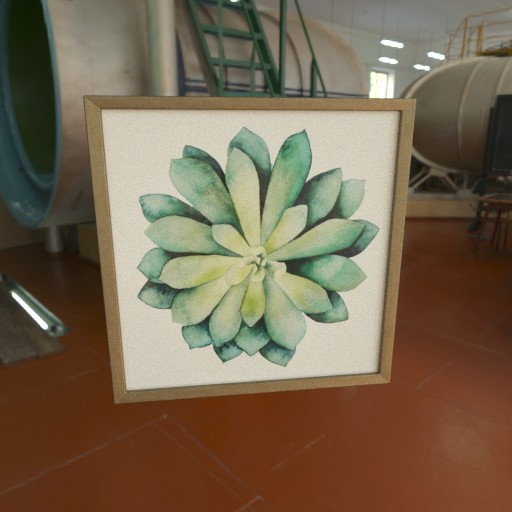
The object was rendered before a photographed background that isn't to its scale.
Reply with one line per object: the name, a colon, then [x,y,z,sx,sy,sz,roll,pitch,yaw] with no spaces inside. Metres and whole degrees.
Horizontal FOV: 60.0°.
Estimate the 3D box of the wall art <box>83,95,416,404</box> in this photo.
wall art: [0.000,0.000,0.752,0.503,0.506,0.040,-2,16,-7]
